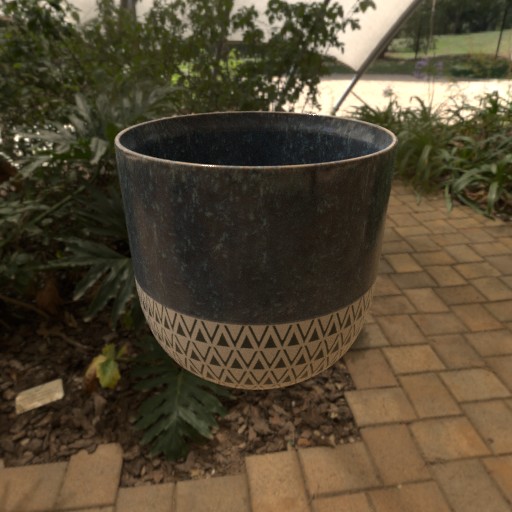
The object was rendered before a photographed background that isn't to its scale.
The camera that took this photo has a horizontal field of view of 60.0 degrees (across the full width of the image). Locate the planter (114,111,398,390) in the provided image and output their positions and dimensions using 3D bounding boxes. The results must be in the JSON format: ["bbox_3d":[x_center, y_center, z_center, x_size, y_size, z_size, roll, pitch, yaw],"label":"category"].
[{"bbox_3d":[0.000,0.000,0.490,0.266,0.270,0.266,0,26,0],"label":"planter"}]
